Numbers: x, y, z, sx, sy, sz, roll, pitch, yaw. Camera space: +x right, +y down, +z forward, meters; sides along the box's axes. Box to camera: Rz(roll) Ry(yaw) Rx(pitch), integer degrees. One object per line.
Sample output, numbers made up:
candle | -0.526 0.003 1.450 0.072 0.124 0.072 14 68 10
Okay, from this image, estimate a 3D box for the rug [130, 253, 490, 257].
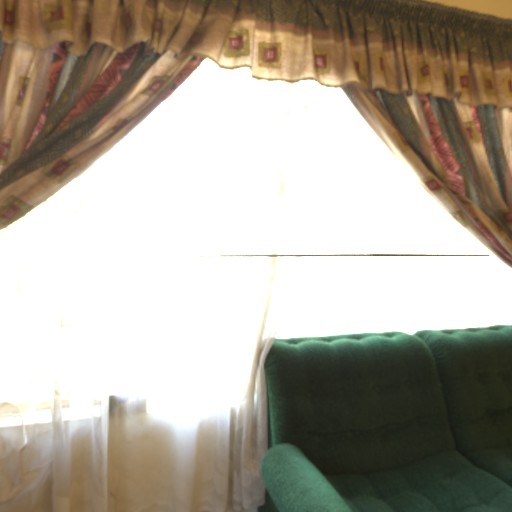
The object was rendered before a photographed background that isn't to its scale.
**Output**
rug | 0.000 0.000 2.482 0.684 0.009 2.275 0 0 -34
